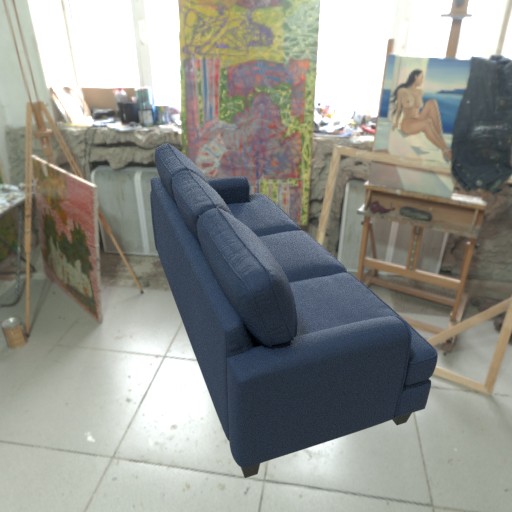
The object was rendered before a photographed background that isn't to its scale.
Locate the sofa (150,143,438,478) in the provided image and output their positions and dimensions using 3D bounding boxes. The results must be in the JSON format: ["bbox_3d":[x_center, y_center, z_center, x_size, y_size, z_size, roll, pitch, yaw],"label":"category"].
[{"bbox_3d":[0.000,0.000,2.639,0.951,0.965,2.158,-10,30,-18],"label":"sofa"}]
